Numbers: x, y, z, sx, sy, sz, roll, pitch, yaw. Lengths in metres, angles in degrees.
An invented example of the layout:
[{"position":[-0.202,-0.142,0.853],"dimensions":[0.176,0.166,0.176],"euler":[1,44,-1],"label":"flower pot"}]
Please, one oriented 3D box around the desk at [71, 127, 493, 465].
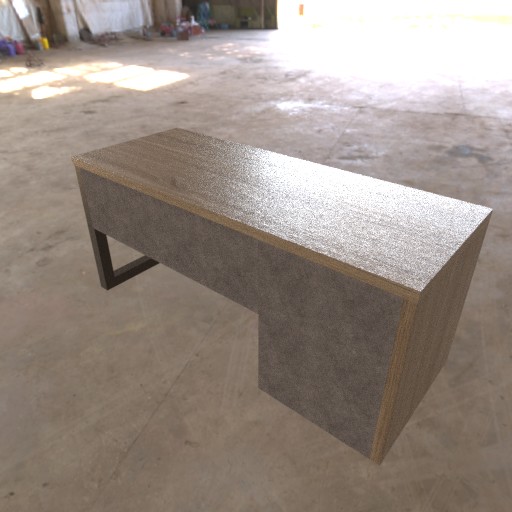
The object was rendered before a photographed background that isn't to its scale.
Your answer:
[{"position":[0.000,0.000,2.054],"dimensions":[1.700,0.760,0.690],"euler":[23,38,33],"label":"desk"}]
